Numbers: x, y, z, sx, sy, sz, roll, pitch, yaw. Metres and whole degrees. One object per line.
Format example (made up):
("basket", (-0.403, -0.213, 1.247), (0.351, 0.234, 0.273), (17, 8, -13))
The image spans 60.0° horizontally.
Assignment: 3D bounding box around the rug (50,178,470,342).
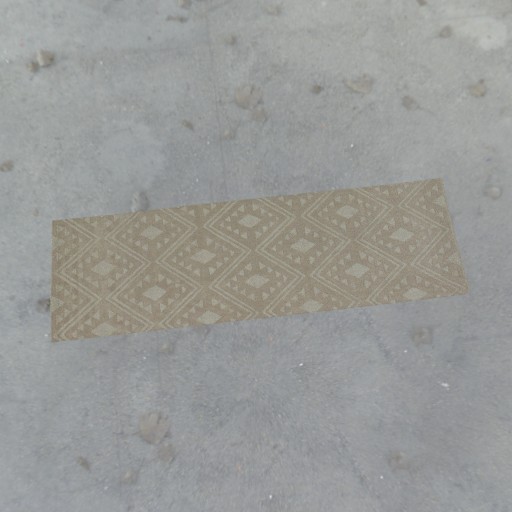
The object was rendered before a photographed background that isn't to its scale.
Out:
("rug", (0.000, 0.000, 2.671), (2.452, 0.051, 0.752), (-6, 74, -2))
